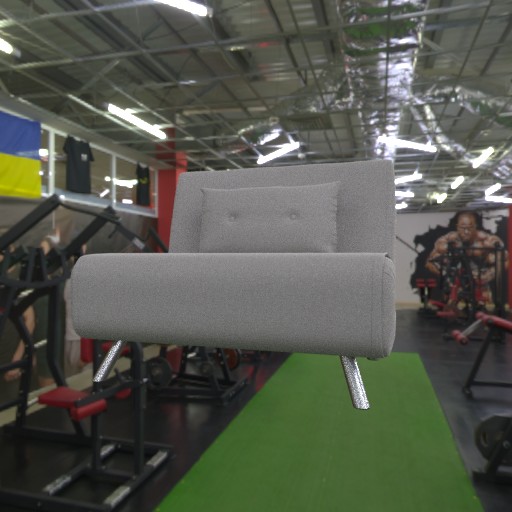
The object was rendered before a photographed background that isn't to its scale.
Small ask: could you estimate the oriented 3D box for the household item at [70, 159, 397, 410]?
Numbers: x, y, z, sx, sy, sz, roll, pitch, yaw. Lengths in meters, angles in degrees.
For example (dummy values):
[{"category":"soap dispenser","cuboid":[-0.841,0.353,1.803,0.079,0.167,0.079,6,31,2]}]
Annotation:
[{"category":"household item","cuboid":[0.000,0.000,1.658,1.000,0.800,0.874,0,0,18]}]
